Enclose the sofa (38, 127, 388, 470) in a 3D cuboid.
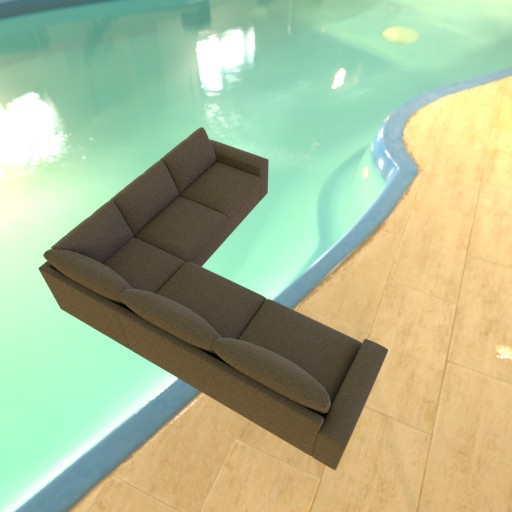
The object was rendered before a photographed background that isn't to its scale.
[{"bbox_3d":[0.000,0.000,4.834,3.277,0.965,2.895,24,52,20],"label":"sofa"}]
